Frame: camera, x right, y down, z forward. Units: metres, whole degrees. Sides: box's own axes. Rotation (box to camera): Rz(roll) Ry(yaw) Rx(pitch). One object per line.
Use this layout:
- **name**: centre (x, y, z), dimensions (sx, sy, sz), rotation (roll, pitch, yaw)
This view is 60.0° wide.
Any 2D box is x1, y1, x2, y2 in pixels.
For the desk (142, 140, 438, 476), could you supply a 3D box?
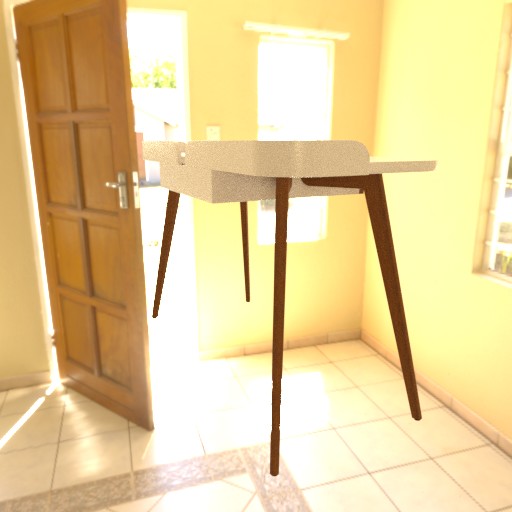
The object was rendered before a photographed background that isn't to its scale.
- **desk**: centre (0.000, 0.000, 1.605), dimensions (0.534, 0.807, 1.206), rotation (-7, 16, -26)
